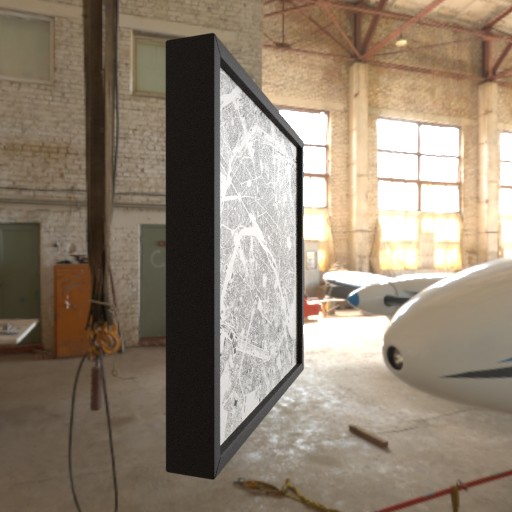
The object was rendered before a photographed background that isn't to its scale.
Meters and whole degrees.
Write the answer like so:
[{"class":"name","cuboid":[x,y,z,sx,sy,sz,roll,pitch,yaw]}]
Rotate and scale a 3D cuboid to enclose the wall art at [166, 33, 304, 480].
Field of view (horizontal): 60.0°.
[{"class":"wall art","cuboid":[0.000,0.000,0.452,0.037,0.305,0.305,0,0,18]}]
